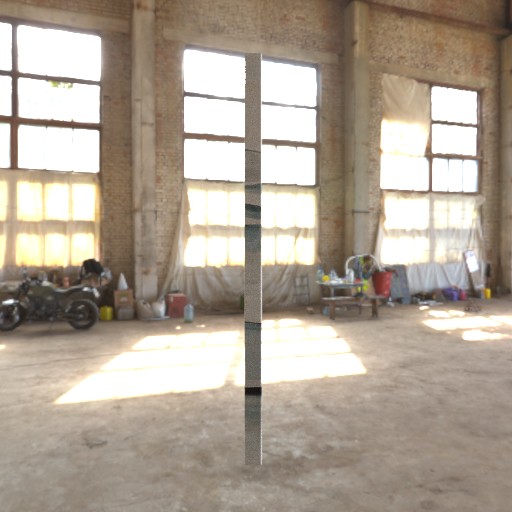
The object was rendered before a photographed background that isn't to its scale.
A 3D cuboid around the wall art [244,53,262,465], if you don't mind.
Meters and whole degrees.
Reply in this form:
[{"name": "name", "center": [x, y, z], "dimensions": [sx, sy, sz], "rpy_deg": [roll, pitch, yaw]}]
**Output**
[{"name": "wall art", "center": [0.000, 0.000, 1.589], "dimensions": [0.039, 0.915, 1.219], "rpy_deg": [0, 1, 1]}]
